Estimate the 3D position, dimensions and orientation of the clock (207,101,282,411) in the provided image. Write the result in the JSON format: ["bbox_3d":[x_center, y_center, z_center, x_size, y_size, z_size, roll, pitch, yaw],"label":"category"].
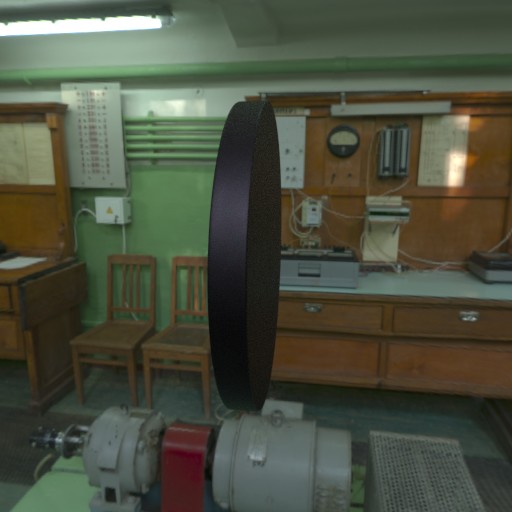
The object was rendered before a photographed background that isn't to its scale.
[{"bbox_3d":[0.000,0.000,0.475,0.029,0.314,0.314,2,13,8],"label":"clock"}]
